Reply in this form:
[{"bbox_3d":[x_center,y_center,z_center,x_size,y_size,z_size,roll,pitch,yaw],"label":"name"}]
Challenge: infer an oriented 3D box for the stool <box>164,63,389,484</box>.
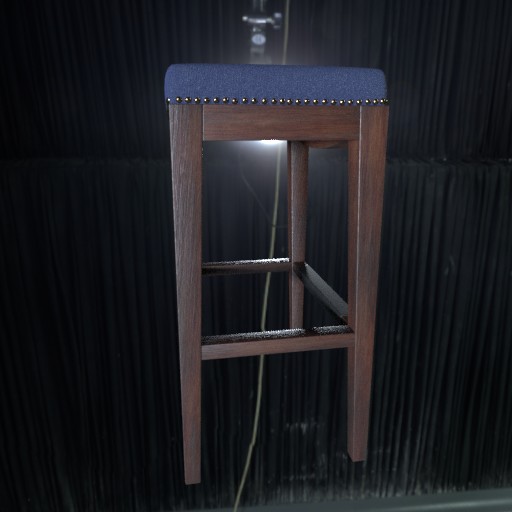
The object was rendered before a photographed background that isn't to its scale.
[{"bbox_3d":[0.000,0.000,0.990,0.358,0.740,0.498,-3,16,-10],"label":"stool"}]
